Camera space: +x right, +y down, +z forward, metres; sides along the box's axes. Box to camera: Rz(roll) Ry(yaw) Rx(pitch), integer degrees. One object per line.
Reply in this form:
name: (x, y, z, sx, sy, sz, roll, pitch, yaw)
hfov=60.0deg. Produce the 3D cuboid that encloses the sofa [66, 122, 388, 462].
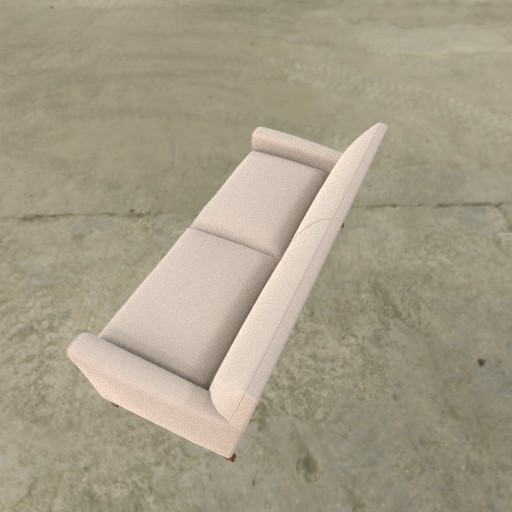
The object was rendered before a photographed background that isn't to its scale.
sofa: (0.000, 0.000, 2.464, 0.875, 0.846, 2.000, 18, 49, 17)
